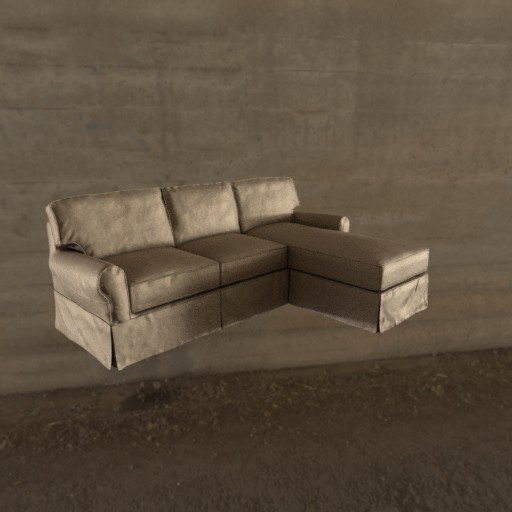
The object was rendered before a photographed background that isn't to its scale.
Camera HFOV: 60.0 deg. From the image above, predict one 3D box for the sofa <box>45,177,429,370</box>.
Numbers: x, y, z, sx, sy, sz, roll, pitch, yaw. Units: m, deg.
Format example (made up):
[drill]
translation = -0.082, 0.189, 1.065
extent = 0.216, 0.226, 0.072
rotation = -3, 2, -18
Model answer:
[sofa]
translation = 0.000, 0.000, 3.325
extent = 2.475, 0.978, 1.733
rotation = -14, 21, -42
